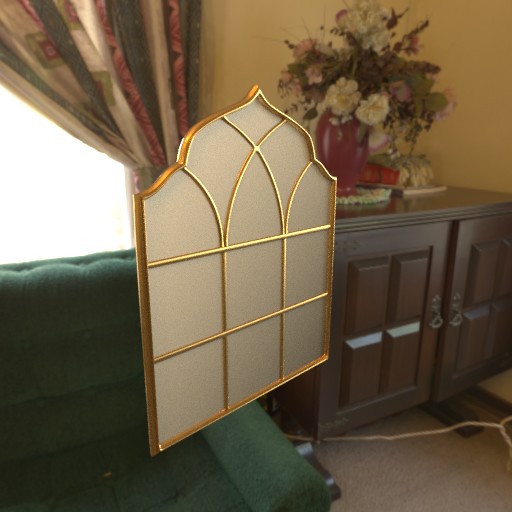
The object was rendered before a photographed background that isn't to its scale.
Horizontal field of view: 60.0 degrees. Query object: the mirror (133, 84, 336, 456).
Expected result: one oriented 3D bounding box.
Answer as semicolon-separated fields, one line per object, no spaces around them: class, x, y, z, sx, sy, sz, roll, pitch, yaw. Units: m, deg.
mirror;0.000;0.000;0.873;0.513;0.635;0.018;-14;20;-43
